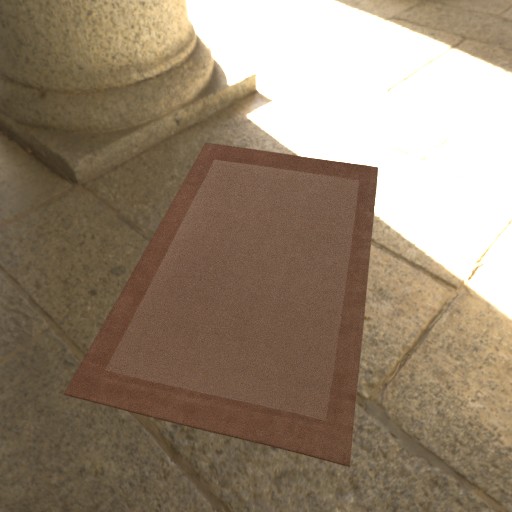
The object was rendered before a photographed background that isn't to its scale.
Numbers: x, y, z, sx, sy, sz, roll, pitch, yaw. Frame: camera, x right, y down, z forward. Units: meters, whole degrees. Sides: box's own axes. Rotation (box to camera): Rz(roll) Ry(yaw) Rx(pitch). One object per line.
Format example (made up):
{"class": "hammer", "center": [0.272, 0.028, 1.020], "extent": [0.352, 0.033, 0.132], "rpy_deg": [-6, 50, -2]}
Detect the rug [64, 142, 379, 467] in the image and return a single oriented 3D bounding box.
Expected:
{"class": "rug", "center": [0.000, 0.000, 3.040], "extent": [1.524, 0.014, 2.438], "rpy_deg": [10, 49, 9]}
